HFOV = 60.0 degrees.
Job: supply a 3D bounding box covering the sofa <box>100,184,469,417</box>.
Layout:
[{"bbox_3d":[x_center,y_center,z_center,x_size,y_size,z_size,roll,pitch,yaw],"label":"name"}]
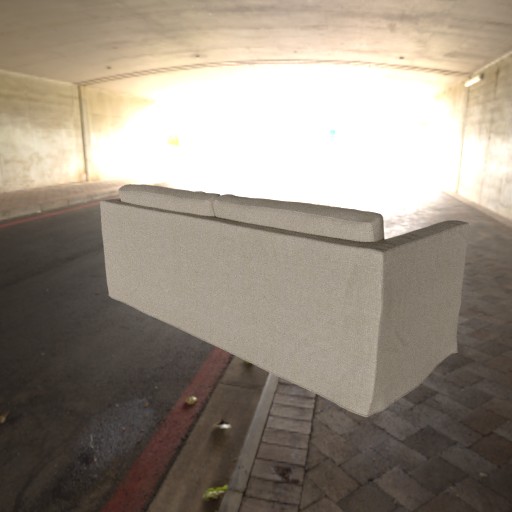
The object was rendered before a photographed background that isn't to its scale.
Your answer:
[{"bbox_3d":[0.000,0.000,2.824,2.296,0.847,0.956,13,20,43],"label":"sofa"}]
